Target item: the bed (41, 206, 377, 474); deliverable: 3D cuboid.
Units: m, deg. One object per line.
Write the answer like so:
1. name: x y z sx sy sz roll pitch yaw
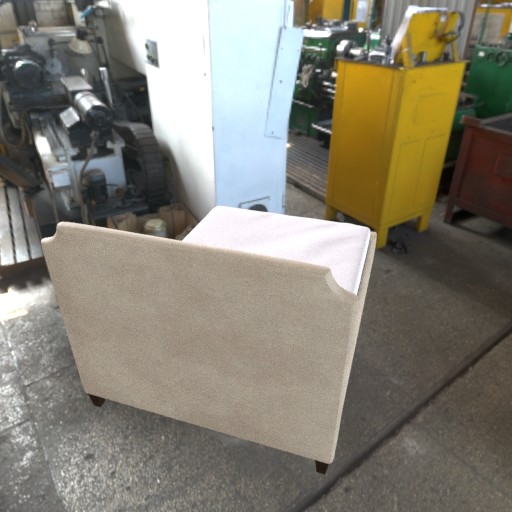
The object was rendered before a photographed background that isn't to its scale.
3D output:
1. bed: 0.000 0.000 3.408 1.712 1.443 2.372 10 33 16
